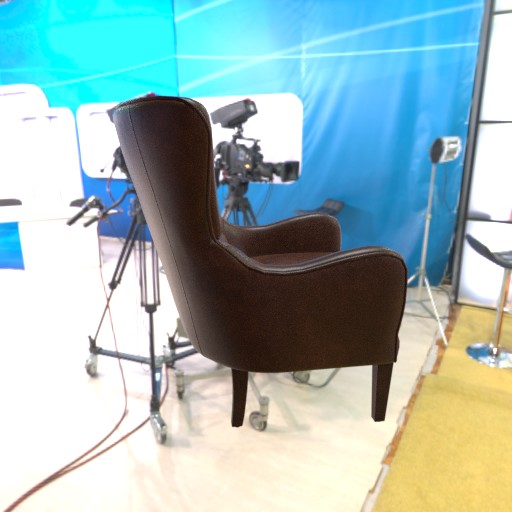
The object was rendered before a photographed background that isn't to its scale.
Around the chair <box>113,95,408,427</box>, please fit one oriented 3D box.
[{"bbox_3d":[0.000,0.000,1.614,0.914,1.048,0.692,-2,16,-9],"label":"chair"}]
